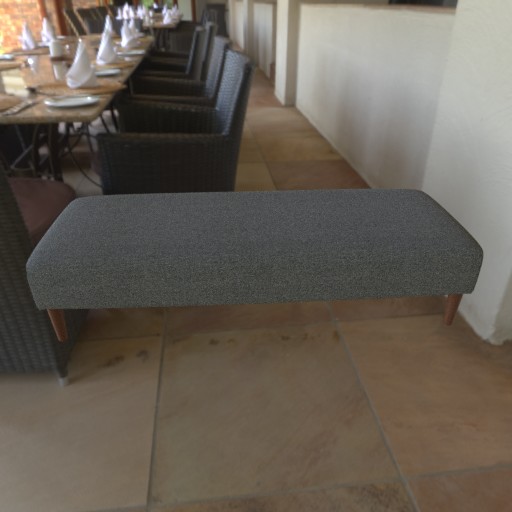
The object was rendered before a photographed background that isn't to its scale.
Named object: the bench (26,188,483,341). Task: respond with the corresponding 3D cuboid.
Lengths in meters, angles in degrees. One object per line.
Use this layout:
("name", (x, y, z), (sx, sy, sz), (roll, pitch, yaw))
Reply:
("bench", (0.000, 0.000, 1.852), (1.598, 0.384, 0.631), (-2, 30, -3))
